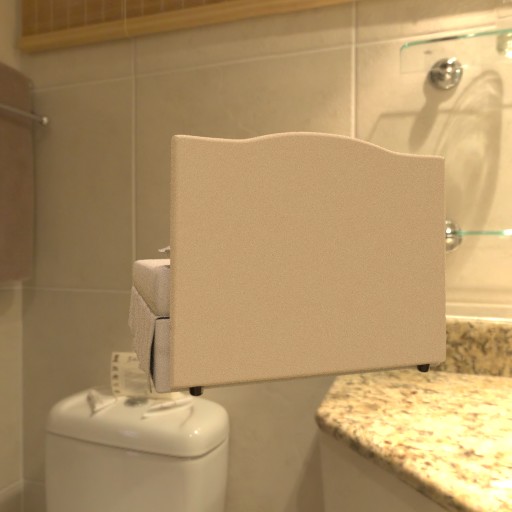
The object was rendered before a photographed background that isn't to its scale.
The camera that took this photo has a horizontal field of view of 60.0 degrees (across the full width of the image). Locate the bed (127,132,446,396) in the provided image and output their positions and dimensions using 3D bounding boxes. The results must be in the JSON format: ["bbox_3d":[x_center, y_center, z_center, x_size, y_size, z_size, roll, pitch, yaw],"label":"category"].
[{"bbox_3d":[0.000,0.000,3.683,1.977,1.437,2.477,0,1,-18],"label":"bed"}]
